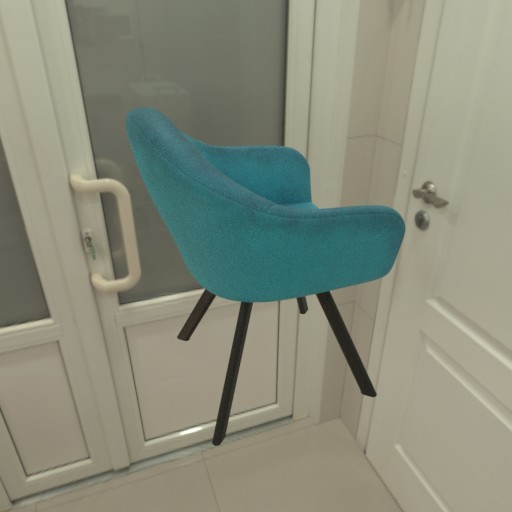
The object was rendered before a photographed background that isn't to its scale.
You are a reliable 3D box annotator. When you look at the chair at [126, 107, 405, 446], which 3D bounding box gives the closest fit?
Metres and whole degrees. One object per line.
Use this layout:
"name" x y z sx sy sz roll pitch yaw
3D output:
"chair" 0.000 0.000 1.174 0.570 0.780 0.540 -10 31 -18
